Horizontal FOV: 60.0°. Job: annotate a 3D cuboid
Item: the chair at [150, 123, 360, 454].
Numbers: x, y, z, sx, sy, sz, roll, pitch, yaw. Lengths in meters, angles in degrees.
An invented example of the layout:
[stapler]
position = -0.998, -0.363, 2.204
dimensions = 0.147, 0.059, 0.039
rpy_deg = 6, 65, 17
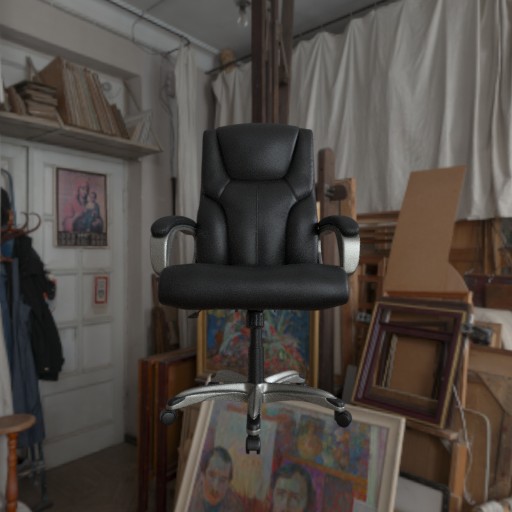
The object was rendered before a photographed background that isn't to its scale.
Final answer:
[chair]
position = 0.000, 0.000, 1.607
dimensions = 0.663, 1.155, 0.739
rpy_deg = 0, 0, 1
